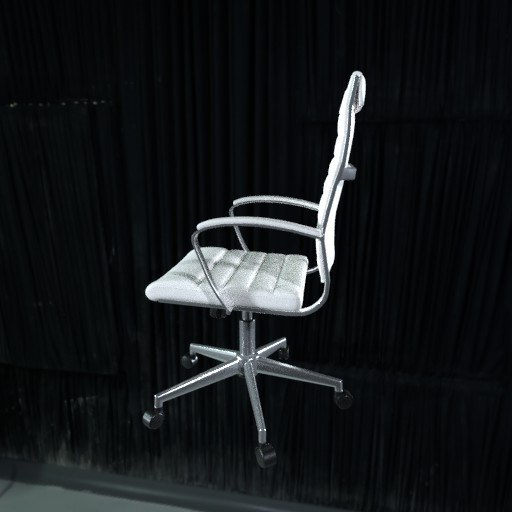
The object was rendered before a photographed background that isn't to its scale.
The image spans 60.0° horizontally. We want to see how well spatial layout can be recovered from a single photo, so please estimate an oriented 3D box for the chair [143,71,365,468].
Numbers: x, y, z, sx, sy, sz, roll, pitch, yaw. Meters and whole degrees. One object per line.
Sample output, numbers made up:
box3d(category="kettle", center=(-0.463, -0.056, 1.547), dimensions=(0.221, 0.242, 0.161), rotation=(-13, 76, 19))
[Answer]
box3d(category="chair", center=(0.000, 0.000, 1.574), dimensions=(0.739, 1.149, 0.766), rotation=(2, 15, 8))
